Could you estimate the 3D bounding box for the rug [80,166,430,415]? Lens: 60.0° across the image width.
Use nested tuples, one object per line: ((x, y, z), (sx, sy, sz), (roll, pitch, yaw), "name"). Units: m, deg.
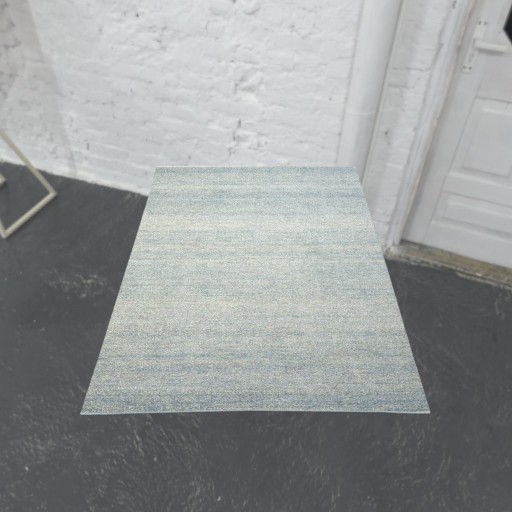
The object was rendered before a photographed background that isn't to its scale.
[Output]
((0.000, 0.000, 4.275), (2.461, 0.046, 3.237), (0, 43, 0), "rug")
